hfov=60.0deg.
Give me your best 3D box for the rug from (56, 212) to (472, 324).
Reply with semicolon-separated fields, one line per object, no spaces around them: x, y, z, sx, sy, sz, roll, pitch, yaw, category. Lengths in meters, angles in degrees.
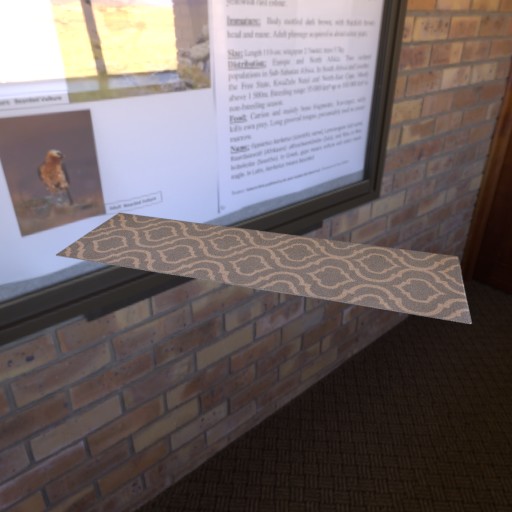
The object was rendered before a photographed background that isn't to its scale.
0.000;0.000;2.609;2.275;0.009;0.684;8;29;15;rug
